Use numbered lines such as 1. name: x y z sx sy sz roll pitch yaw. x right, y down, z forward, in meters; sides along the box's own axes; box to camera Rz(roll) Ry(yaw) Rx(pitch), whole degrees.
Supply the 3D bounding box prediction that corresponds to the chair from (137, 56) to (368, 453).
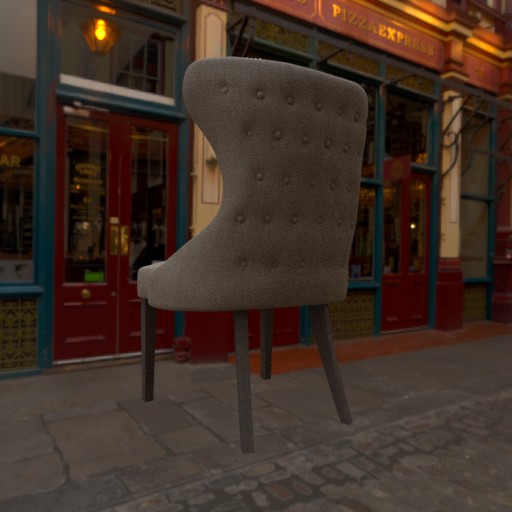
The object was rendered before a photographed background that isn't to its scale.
1. chair: 0.000 0.000 1.379 0.628 0.967 0.635 0 0 -34
